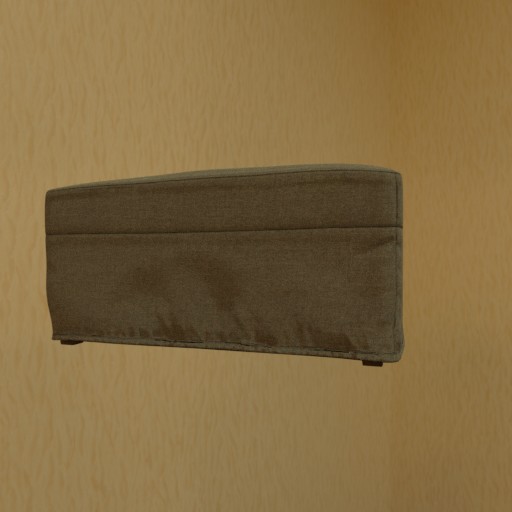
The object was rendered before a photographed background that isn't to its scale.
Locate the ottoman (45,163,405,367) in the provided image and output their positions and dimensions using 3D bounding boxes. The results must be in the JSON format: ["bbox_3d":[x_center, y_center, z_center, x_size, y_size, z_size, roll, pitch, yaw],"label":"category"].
[{"bbox_3d":[0.000,0.000,1.332,0.840,0.436,0.843,0,-1,18],"label":"ottoman"}]
